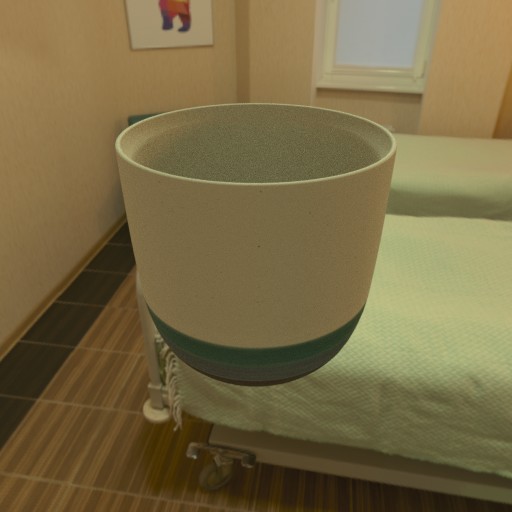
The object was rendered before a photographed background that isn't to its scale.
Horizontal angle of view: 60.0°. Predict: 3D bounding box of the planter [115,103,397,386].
[{"bbox_3d":[0.000,0.000,0.386,0.204,0.214,0.204,0,31,0],"label":"planter"}]
